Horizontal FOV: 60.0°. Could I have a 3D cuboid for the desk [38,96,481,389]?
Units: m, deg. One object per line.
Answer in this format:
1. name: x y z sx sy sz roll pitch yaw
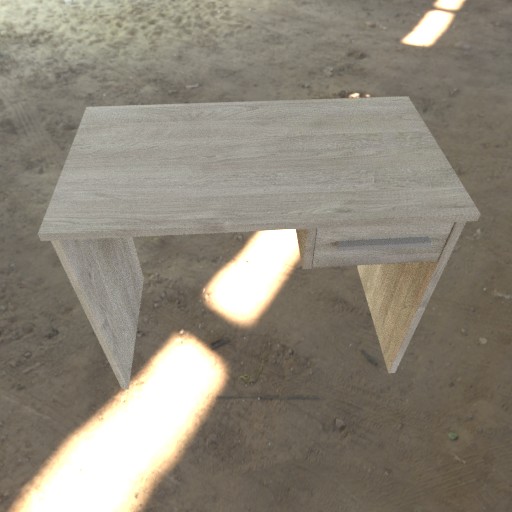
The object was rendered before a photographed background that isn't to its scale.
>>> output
1. desk: 0.000 0.000 1.325 0.893 0.724 0.498 -3 47 -3
